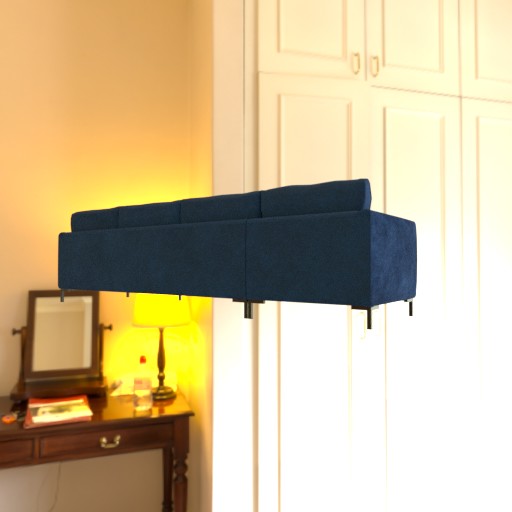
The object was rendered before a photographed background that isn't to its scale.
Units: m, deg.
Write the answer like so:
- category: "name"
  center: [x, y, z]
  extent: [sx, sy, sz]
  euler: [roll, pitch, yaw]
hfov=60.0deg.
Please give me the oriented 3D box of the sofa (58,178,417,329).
- category: "sofa"
  center: [0.000, 0.000, 3.288]
  extent: [2.486, 0.687, 1.707]
  euler: [-1, -1, 36]
